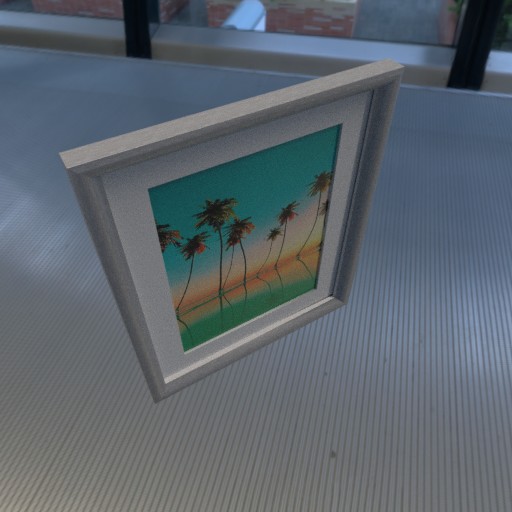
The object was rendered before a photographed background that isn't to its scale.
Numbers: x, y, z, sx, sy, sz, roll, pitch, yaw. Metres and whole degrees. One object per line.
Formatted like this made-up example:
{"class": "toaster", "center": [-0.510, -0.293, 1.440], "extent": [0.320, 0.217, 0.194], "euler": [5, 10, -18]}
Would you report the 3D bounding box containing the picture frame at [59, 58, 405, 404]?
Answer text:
{"class": "picture frame", "center": [0.000, 0.000, 0.518], "extent": [0.327, 0.378, 0.027], "euler": [-23, 51, -21]}
